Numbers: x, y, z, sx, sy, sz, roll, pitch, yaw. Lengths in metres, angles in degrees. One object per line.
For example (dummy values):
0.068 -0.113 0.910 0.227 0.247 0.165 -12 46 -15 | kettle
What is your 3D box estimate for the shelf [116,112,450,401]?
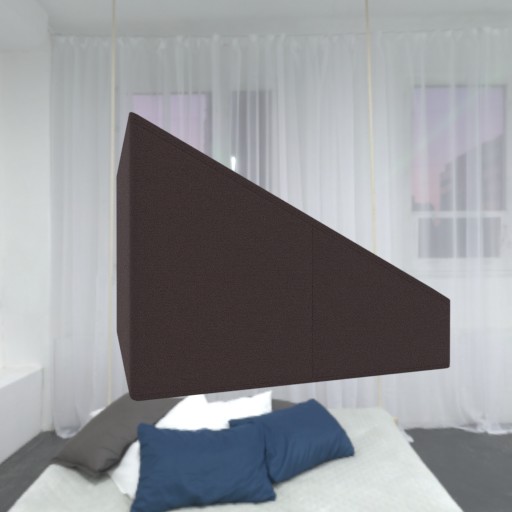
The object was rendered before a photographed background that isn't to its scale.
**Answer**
0.000 0.000 0.501 0.292 0.210 0.292 0 0 -19 | shelf
